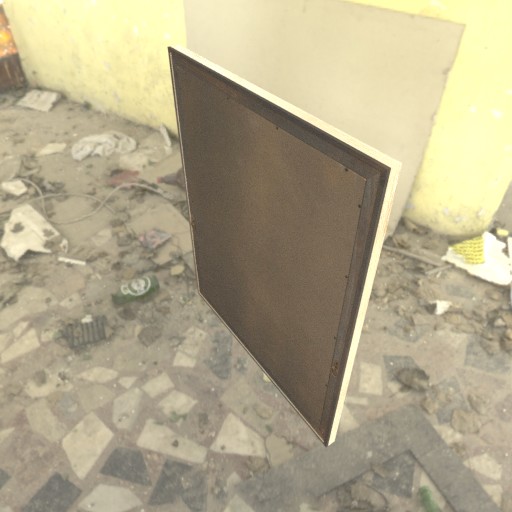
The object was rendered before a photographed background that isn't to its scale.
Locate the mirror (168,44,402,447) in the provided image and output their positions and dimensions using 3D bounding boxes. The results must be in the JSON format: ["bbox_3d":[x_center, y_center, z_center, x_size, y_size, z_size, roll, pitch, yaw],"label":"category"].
[{"bbox_3d":[0.000,0.000,1.180,0.032,0.882,0.730,-25,47,-25],"label":"mirror"}]
